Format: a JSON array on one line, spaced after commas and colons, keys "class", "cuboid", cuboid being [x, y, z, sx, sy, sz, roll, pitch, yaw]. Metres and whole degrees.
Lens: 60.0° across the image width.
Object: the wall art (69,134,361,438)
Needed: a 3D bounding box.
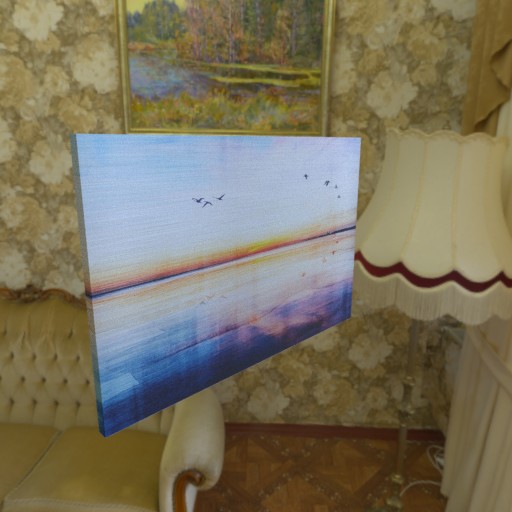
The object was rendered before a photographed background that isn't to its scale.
[{"class": "wall art", "cuboid": [0.000, 0.000, 1.450, 0.034, 0.756, 1.137, 14, 20, 43]}]
